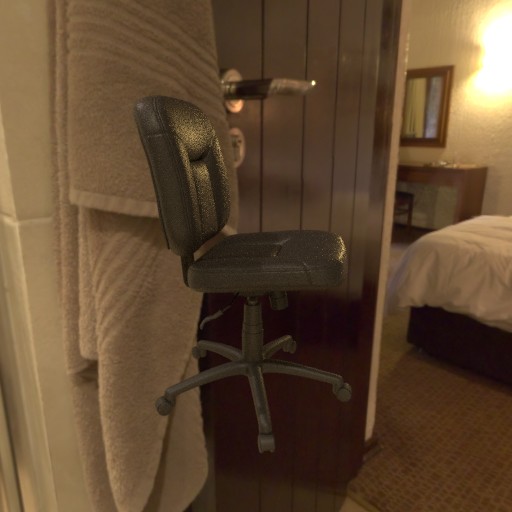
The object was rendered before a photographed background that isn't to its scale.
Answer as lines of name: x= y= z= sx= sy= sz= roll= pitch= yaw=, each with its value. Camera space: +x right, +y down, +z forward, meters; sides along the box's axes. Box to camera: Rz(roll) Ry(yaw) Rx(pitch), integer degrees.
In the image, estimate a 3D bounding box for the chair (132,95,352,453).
chair: x=0.000 y=0.000 z=1.405 sx=0.646 sy=0.959 sz=0.647 roll=3 pitch=16 yaw=10
